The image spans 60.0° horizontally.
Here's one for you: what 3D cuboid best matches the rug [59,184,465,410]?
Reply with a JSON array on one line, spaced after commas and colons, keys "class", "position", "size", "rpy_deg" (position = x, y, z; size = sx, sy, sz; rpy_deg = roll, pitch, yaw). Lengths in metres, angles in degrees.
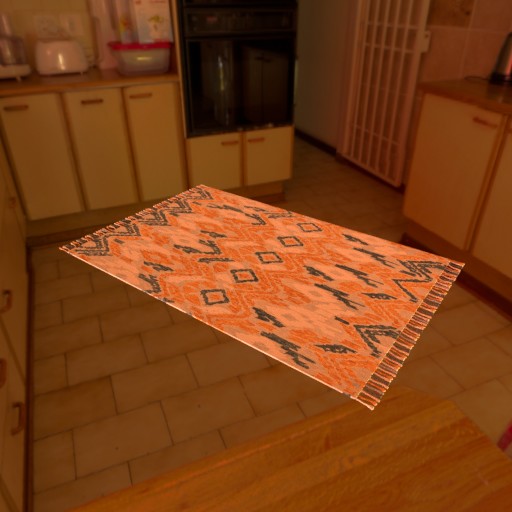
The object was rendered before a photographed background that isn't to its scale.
[{"class": "rug", "position": [0.000, 0.000, 3.114], "size": [2.428, 0.010, 1.533], "rpy_deg": [21, 37, 31]}]
